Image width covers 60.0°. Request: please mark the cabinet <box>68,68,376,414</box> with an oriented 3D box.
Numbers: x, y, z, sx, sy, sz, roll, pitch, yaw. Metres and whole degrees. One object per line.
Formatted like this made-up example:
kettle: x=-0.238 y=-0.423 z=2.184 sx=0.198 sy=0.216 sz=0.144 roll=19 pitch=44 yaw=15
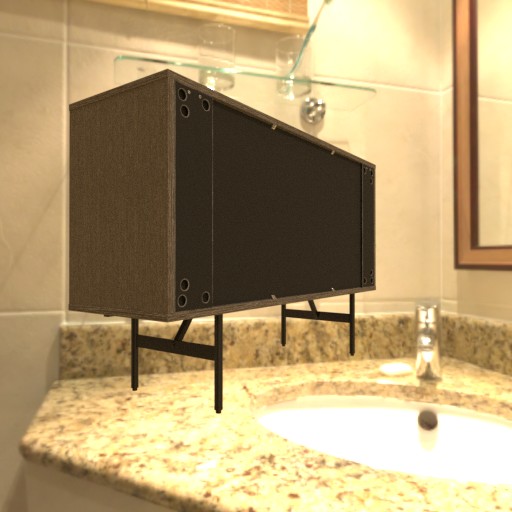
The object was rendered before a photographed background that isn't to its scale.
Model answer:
cabinet: x=0.000 y=0.000 z=1.537 sx=0.405 sy=0.787 sz=1.194 roll=0 pitch=0 yaw=36
